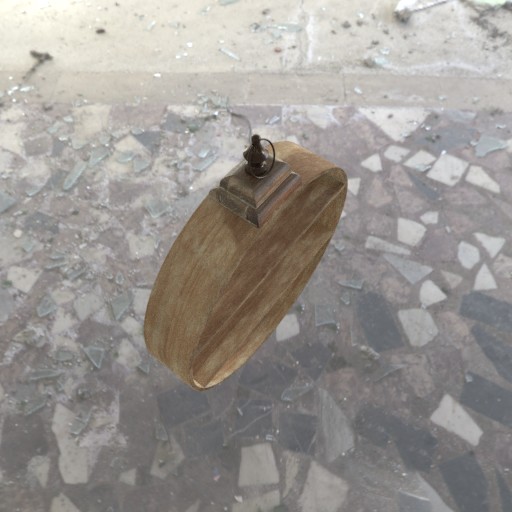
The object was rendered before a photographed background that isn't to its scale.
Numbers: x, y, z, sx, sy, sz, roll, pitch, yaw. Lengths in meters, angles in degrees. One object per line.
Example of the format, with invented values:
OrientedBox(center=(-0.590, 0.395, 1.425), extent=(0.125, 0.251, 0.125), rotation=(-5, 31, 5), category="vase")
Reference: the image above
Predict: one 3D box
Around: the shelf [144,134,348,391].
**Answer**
OrientedBox(center=(0.000, 0.000, 1.008), extent=(0.125, 0.725, 0.601), rotation=(33, 64, 19), category="shelf")
